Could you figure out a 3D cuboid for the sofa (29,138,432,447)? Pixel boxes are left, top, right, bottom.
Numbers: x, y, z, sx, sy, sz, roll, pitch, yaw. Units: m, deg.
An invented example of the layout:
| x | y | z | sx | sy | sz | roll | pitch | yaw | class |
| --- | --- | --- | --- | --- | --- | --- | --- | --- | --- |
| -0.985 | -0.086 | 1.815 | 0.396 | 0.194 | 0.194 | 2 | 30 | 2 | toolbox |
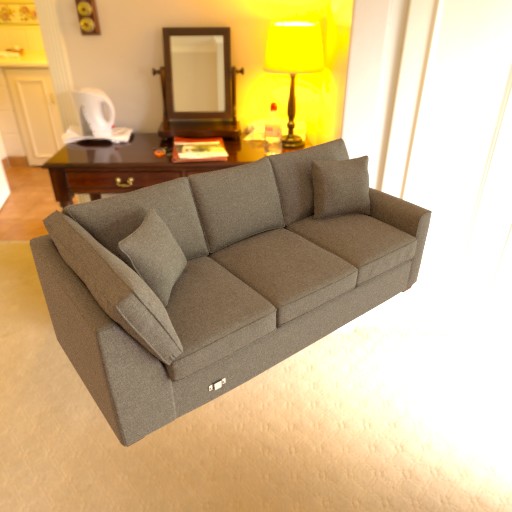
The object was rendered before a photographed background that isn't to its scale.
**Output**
| x | y | z | sx | sy | sz | roll | pitch | yaw | class |
| --- | --- | --- | --- | --- | --- | --- | --- | --- | --- |
| 0.000 | 0.000 | 2.786 | 2.317 | 0.962 | 1.061 | -21 | 37 | -32 | sofa |
